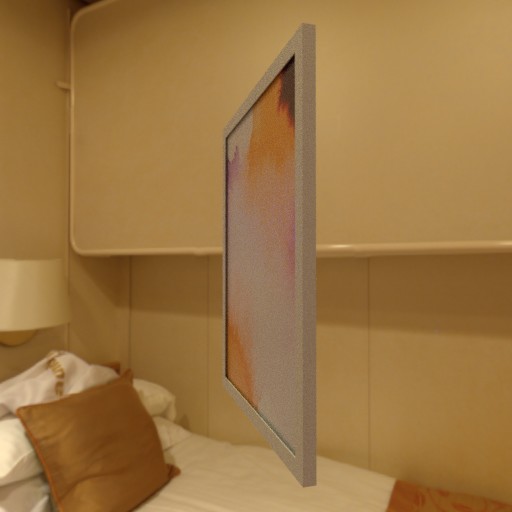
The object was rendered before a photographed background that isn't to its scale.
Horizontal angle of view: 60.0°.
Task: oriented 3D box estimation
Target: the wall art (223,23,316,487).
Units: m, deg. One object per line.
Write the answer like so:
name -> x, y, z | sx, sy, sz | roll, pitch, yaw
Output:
wall art -> 0.000, 0.000, 1.094 | 0.026, 0.811, 0.661 | 0, -1, -16
